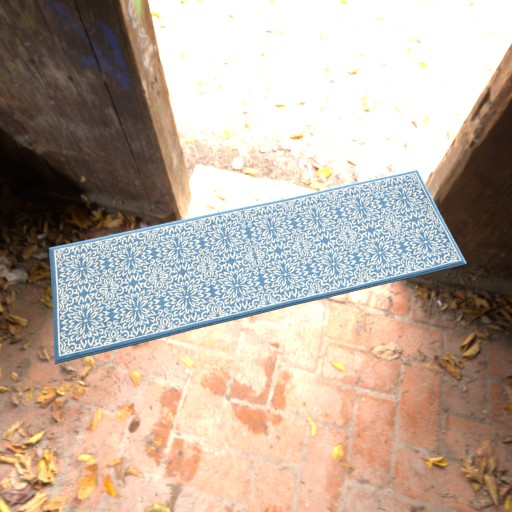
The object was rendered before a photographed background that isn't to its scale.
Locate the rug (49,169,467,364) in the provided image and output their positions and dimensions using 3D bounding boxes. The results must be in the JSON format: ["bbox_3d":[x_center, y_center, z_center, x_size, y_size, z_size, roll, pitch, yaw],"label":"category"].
[{"bbox_3d":[0.000,0.000,2.429,2.196,0.011,0.662,-13,64,-6],"label":"rug"}]
